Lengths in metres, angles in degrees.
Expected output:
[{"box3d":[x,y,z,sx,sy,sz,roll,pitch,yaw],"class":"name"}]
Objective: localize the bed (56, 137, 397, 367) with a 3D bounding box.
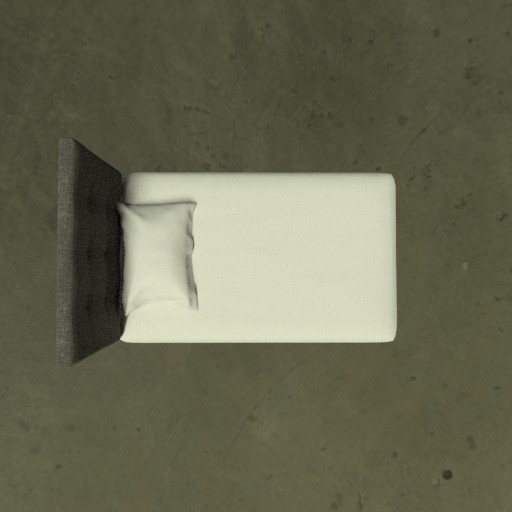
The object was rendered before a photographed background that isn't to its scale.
[{"box3d":[0.000,0.000,2.955,1.997,1.571,1.261,0,88,0],"class":"bed"}]
